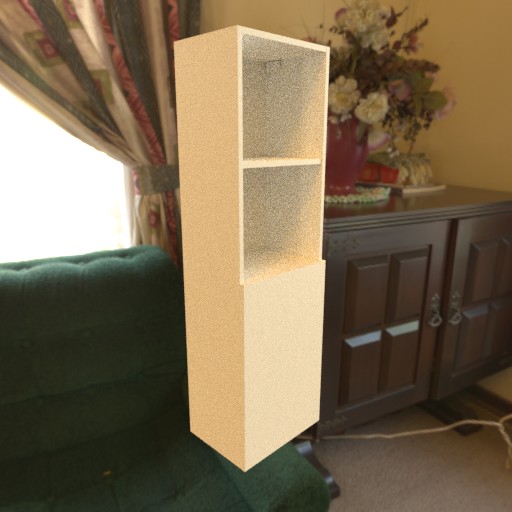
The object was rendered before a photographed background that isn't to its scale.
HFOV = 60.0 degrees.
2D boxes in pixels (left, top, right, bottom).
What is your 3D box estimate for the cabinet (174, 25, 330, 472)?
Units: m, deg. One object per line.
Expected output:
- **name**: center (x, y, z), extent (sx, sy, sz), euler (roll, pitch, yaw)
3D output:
- **cabinet**: center (0.000, 0.000, 1.537), extent (0.400, 1.350, 0.300), euler (-14, 20, -43)
